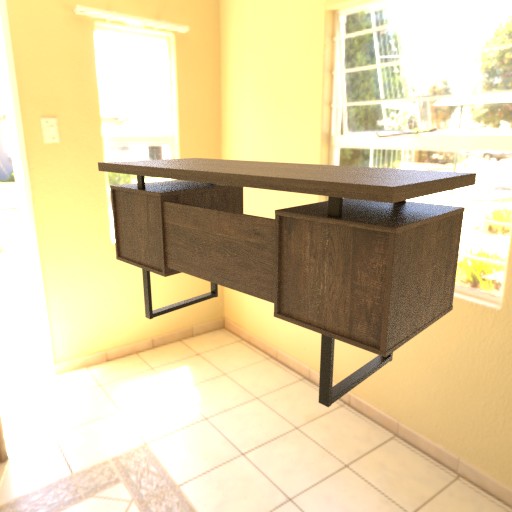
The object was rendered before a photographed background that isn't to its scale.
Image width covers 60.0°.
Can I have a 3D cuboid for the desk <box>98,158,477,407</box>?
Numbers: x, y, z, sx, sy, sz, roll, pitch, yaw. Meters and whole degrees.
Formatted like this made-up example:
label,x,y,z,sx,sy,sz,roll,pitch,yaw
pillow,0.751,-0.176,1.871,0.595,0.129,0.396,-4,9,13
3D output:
label,x,y,z,sx,sy,sz,roll,pitch,yaw
desk,0.000,0.000,1.921,1.524,0.760,0.600,14,21,42
